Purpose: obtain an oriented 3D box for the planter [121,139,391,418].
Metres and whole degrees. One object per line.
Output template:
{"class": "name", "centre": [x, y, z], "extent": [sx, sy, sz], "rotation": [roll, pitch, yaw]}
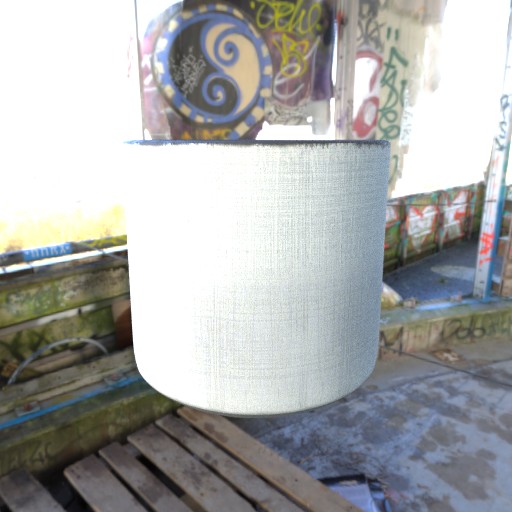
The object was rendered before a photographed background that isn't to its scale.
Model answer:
{"class": "planter", "centre": [0.000, 0.000, 0.396], "extent": [0.221, 0.201, 0.221], "rotation": [0, 15, 0]}
